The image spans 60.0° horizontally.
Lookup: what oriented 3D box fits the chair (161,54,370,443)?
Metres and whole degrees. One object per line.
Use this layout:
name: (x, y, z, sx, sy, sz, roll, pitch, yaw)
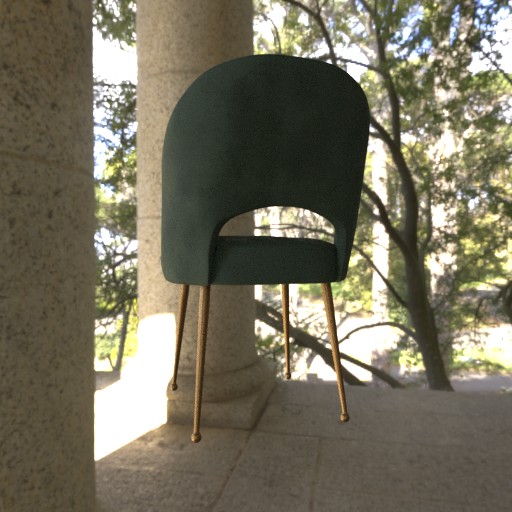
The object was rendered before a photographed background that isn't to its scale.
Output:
chair: (0.000, 0.000, 1.221, 0.527, 0.860, 0.577, 0, 1, -18)
